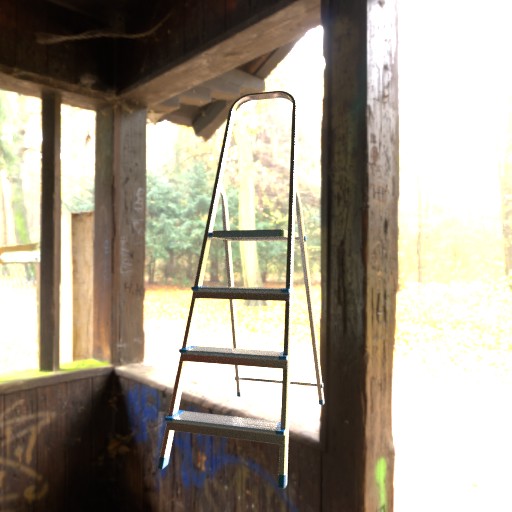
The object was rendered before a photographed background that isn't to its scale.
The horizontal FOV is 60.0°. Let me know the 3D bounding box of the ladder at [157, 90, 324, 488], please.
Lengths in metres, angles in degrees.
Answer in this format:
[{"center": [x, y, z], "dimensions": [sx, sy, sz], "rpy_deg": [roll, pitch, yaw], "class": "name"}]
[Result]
[{"center": [0.000, 0.000, 1.831], "dimensions": [0.445, 1.434, 0.842], "rpy_deg": [0, 0, 17], "class": "ladder"}]
